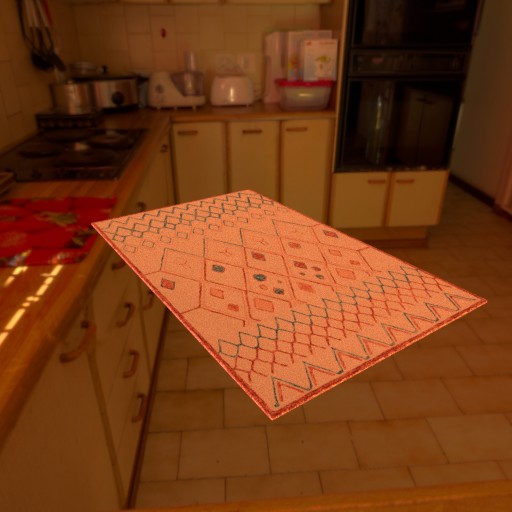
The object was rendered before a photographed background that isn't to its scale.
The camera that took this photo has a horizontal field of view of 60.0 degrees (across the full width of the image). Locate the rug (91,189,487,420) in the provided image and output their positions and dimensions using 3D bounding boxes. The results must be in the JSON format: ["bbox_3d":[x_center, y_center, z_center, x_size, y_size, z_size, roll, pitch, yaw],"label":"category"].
[{"bbox_3d":[0.000,0.000,3.031,1.524,0.015,2.438,-17,31,-30],"label":"rug"}]
